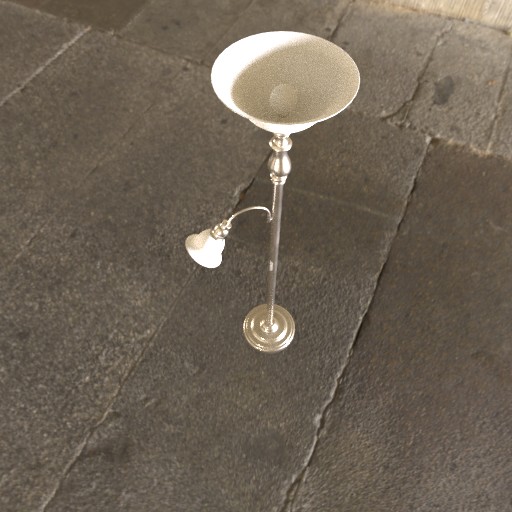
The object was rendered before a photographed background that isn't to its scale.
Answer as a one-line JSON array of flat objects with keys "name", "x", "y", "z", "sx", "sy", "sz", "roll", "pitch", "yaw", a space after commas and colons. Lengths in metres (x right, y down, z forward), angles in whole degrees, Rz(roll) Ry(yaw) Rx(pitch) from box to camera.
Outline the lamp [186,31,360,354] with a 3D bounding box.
[{"name": "lamp", "x": 0.000, "y": 0.000, "z": 1.954, "sx": 0.575, "sy": 1.785, "sz": 0.405, "roll": -17, "pitch": 59, "yaw": -10}]
